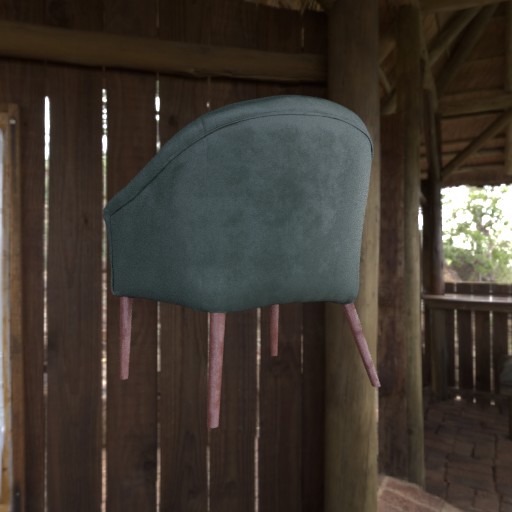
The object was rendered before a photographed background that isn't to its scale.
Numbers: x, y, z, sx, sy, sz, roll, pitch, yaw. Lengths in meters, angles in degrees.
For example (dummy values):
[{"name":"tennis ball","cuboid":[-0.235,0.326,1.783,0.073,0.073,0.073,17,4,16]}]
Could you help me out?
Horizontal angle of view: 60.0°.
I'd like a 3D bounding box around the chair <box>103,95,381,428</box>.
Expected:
[{"name":"chair","cuboid":[0.000,0.000,1.536,0.851,0.885,0.776,1,-1,-36]}]
